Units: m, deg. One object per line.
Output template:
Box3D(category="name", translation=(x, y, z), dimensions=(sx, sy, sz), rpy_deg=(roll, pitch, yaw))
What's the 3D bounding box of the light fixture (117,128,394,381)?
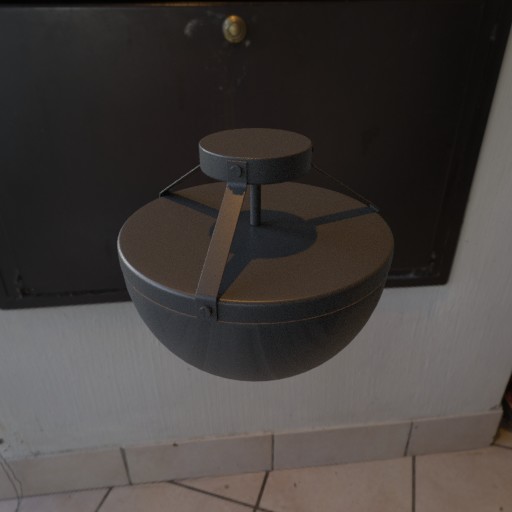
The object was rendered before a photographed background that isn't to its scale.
Box3D(category="light fixture", translation=(0.000, 0.000, 0.520), dimensions=(0.304, 0.269, 0.304), rpy_deg=(0, 29, 0))
